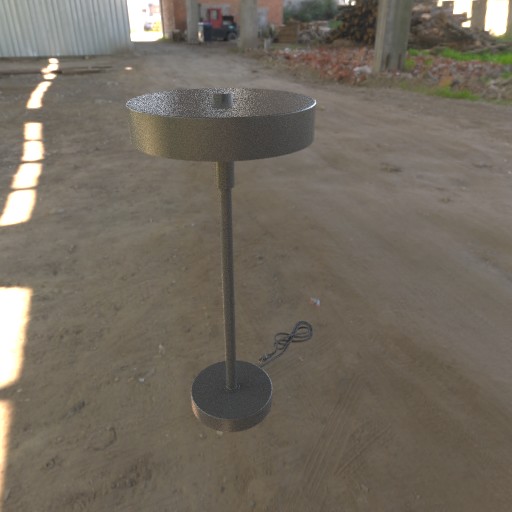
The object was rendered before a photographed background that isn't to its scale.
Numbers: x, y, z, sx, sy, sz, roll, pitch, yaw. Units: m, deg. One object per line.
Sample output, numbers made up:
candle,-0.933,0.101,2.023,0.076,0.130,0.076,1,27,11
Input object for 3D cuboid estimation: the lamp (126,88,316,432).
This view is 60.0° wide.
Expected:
lamp,0.000,0.000,0.706,0.229,0.508,0.369,19,33,31
